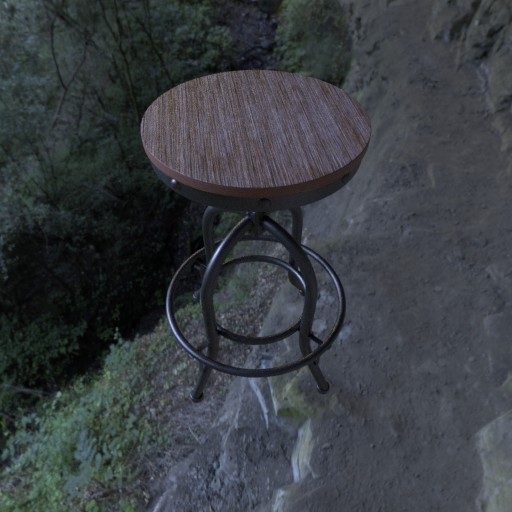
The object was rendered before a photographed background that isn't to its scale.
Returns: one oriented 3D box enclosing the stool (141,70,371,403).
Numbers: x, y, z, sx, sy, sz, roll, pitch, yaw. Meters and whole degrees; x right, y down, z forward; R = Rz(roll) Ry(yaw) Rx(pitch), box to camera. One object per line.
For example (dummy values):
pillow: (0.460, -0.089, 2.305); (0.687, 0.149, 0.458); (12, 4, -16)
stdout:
stool: (0.000, 0.000, 0.899); (0.439, 0.609, 0.439); (32, 54, 27)
